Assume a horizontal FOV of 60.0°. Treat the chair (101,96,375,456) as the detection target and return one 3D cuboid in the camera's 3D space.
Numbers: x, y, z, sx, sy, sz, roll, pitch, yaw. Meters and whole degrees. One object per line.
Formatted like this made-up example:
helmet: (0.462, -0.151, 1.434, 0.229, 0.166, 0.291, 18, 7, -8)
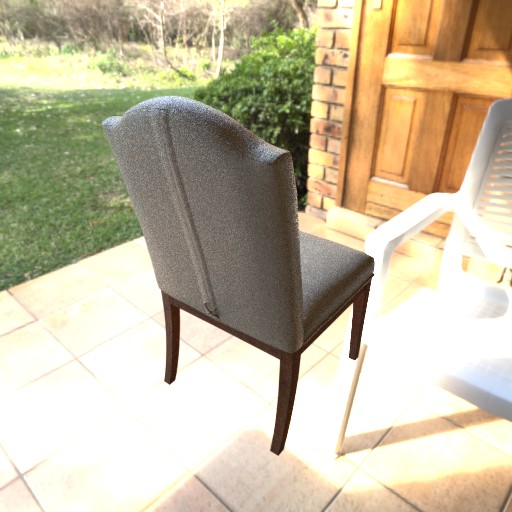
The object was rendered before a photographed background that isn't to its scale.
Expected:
chair: (0.000, 0.000, 1.363, 0.534, 1.012, 0.648, 21, 36, 32)
